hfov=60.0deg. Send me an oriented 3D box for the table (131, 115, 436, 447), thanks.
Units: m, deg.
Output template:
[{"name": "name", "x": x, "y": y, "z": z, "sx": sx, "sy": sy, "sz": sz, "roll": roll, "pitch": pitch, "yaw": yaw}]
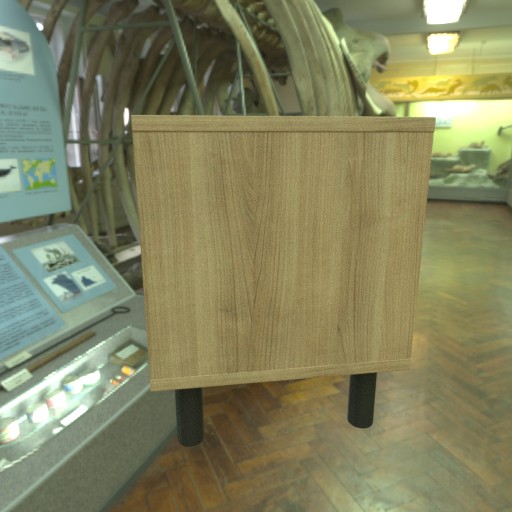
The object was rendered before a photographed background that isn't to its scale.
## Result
[{"name": "table", "x": 0.000, "y": 0.000, "z": 0.791, "sx": 0.380, "sy": 0.460, "sz": 0.445, "roll": -2, "pitch": 16, "yaw": -9}]
